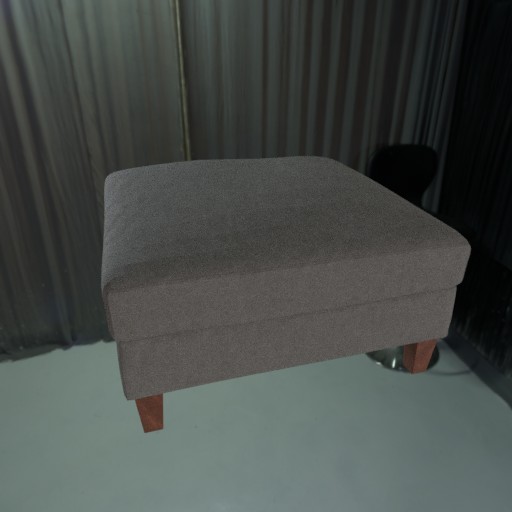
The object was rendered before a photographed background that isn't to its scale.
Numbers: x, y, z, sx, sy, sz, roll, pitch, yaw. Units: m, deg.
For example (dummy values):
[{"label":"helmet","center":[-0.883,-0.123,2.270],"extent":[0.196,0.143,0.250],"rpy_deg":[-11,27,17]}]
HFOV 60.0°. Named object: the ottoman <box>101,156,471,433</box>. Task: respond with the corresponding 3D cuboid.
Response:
[{"label":"ottoman","center":[0.000,0.000,1.411],"extent":[0.881,0.482,0.861],"rpy_deg":[-7,28,-15]}]
